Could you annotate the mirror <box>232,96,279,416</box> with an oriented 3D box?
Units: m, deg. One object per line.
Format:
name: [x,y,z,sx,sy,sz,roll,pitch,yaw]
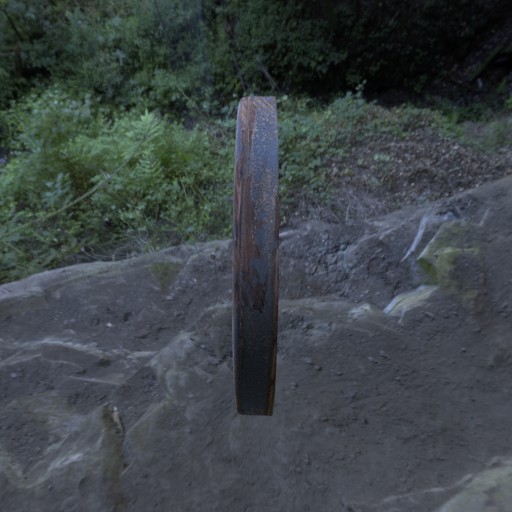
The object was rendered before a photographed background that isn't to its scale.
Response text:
mirror: [0.000,0.000,0.864,0.061,0.585,0.585,1,75,0]
